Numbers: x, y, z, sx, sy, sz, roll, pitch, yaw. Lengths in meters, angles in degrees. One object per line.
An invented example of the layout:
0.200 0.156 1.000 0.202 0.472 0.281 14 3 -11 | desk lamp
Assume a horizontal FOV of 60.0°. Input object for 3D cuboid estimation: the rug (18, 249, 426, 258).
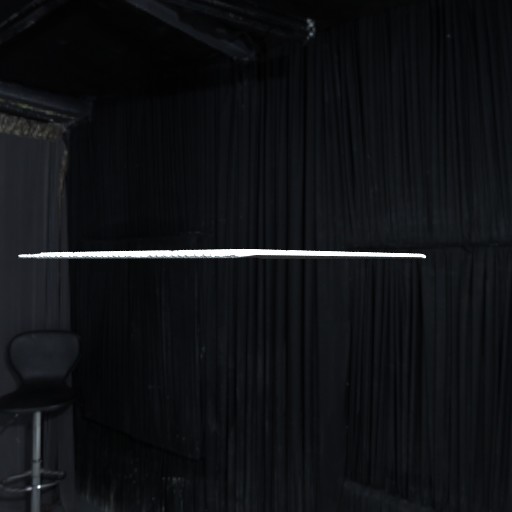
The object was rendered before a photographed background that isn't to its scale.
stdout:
0.000 0.000 2.867 1.494 0.031 2.307 0 -1 38 | rug
